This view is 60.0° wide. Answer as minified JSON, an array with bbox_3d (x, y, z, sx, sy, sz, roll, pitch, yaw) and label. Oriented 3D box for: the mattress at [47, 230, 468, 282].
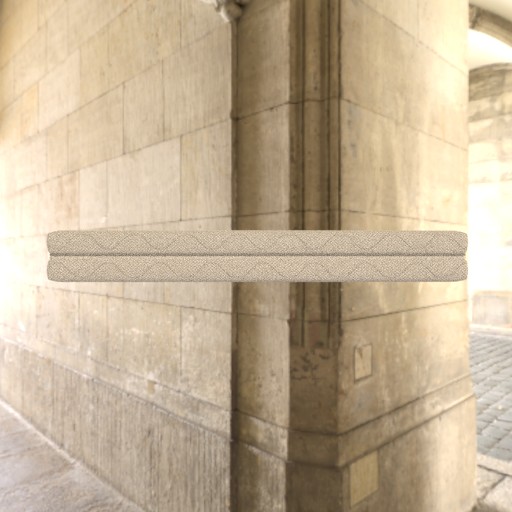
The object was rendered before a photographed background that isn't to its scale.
[{"bbox_3d":[0.000,0.000,2.673,1.600,0.200,2.000,0,0,-1],"label":"mattress"}]
